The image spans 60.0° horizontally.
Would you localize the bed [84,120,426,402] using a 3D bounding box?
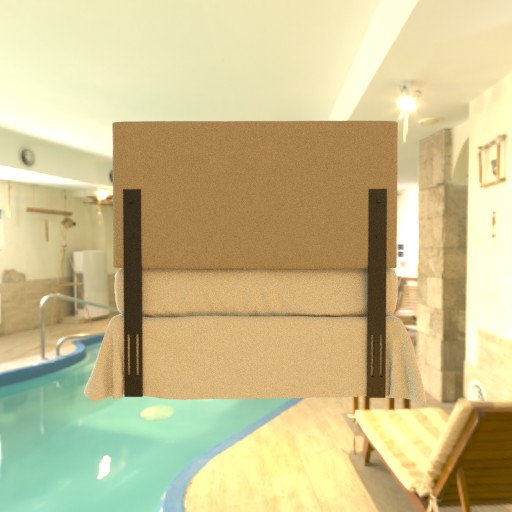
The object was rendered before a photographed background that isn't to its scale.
[{"bbox_3d":[0.000,0.000,3.537,1.936,1.577,2.222,0,1,1],"label":"bed"}]
